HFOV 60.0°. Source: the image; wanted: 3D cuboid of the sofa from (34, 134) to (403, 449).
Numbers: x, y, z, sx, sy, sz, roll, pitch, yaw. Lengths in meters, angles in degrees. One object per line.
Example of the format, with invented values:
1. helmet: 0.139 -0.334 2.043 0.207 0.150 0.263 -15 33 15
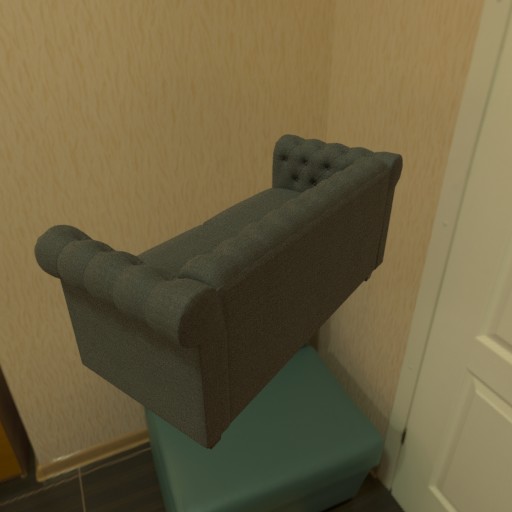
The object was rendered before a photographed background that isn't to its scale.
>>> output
1. sofa: 0.000 0.000 2.232 0.783 0.797 1.798 20 36 31
